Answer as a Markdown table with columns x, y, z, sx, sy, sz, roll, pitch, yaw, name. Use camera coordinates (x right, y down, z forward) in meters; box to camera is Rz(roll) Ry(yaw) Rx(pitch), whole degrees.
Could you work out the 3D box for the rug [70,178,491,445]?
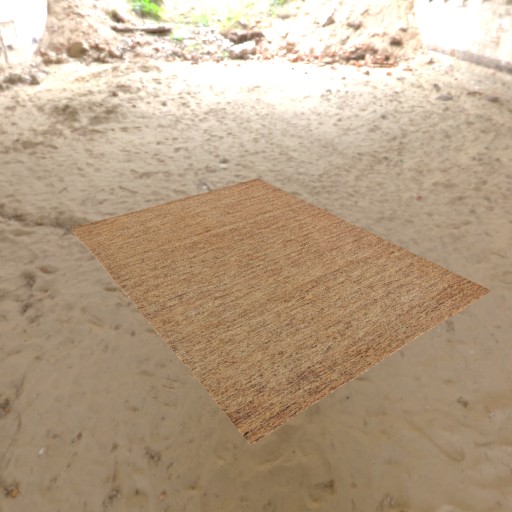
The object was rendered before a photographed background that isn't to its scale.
| x | y | z | sx | sy | sz | roll | pitch | yaw | name |
| --- | --- | --- | --- | --- | --- | --- | --- | --- | --- |
| 0.000 | 0.000 | 4.127 | 2.438 | 0.012 | 3.200 | -21 | 36 | -31 | rug |
